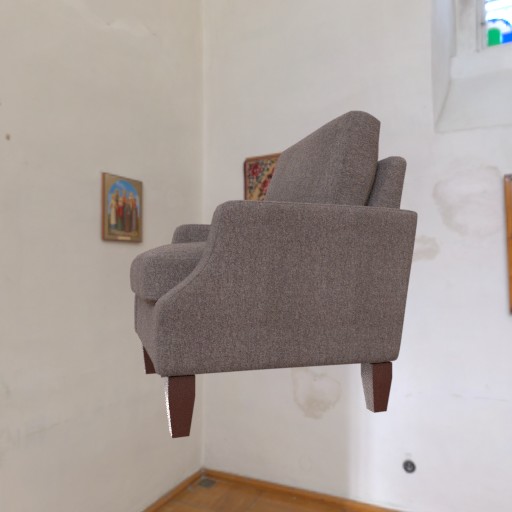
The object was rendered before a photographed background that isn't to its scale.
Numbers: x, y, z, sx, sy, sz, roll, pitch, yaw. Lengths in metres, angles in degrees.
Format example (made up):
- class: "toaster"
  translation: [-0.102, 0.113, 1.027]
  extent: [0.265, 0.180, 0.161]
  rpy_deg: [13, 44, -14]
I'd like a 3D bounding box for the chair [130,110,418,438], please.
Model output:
- class: "chair"
  translation: [0.000, 0.000, 1.682]
  extent: [0.897, 0.993, 0.855]
  rpy_deg: [0, -1, -19]
